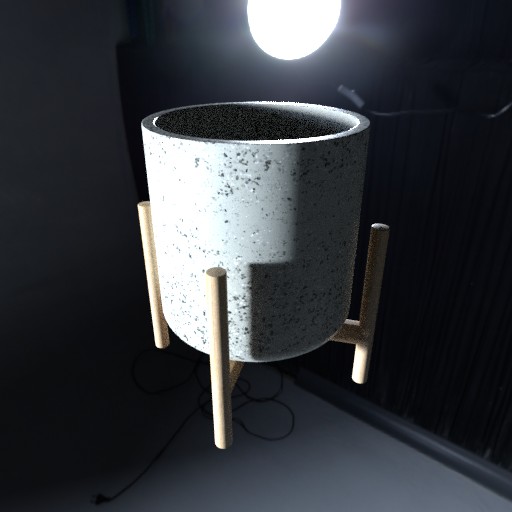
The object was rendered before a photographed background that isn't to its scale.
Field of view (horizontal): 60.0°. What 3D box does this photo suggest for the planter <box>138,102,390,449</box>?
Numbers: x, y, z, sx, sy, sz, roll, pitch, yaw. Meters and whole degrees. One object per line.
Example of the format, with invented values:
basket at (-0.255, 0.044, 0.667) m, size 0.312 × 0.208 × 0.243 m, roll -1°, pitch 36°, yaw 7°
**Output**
planter at (0.000, 0.000, 0.696) m, size 0.360 × 0.419 × 0.360 m, roll 19°, pitch 33°, yaw 33°
